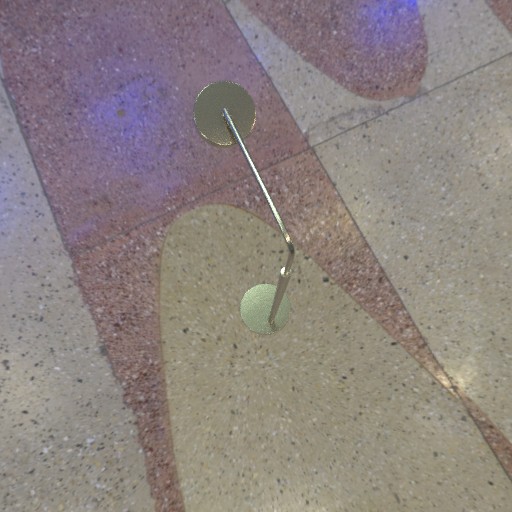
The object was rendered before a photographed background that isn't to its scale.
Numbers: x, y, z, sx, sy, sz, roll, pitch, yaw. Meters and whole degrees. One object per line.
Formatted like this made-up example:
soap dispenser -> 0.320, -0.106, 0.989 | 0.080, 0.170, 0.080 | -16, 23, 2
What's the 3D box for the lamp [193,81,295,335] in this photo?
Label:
lamp -> 0.000, 0.000, 1.386 | 0.222, 1.250, 0.421 | -24, 77, -6
